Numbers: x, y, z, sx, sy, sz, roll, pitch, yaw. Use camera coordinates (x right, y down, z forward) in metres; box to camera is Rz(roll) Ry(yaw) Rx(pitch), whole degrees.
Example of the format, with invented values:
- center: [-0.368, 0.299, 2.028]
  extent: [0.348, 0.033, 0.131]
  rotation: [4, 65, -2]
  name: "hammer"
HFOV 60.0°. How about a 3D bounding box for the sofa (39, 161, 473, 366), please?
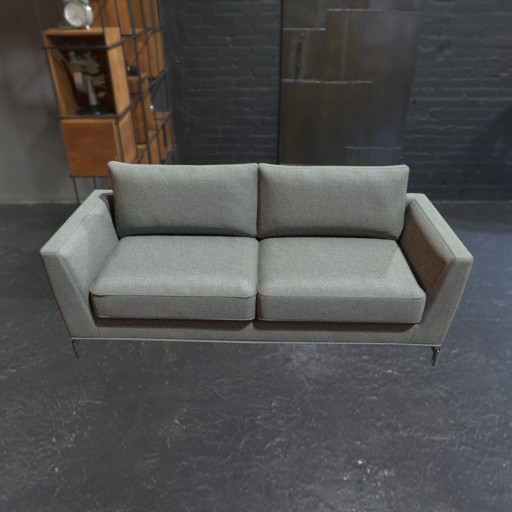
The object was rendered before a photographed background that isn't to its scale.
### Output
- center: [0.000, 0.000, 2.706]
  extent: [2.212, 1.002, 0.869]
  rotation: [1, 31, 1]
  name: "sofa"
